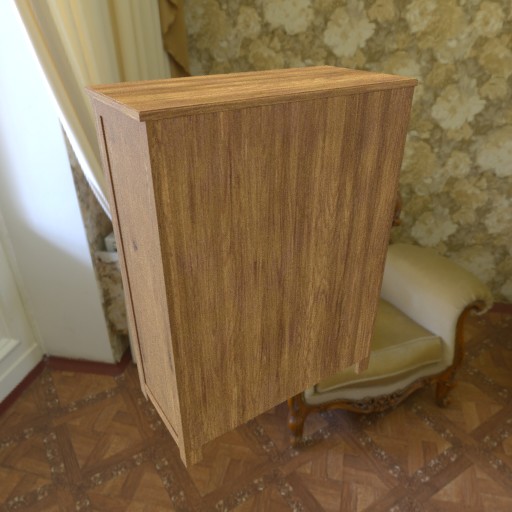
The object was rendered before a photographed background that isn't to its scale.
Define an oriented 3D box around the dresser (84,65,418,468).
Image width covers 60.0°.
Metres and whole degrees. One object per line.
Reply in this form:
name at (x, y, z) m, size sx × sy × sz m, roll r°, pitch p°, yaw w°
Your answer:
dresser at (0.000, 0.000, 1.933) m, size 1.081 × 1.431 × 0.558 m, roll -18°, pitch 34°, yaw -29°
